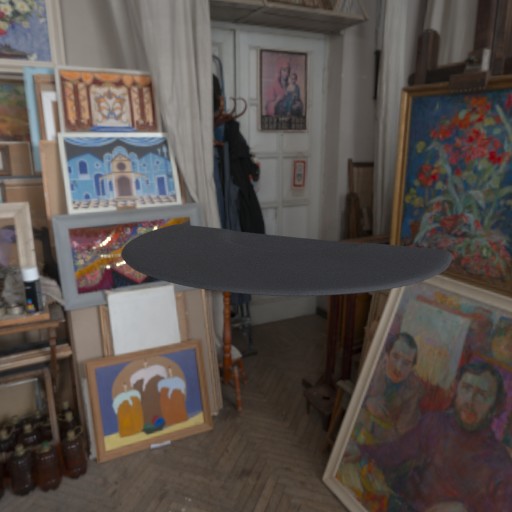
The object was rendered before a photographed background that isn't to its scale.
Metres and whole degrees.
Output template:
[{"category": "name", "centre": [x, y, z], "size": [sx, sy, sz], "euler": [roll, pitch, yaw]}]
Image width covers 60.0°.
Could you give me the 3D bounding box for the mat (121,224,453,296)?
[{"category": "mat", "centre": [0.000, 0.000, 1.919], "size": [1.525, 0.022, 0.917], "euler": [7, 16, 25]}]
